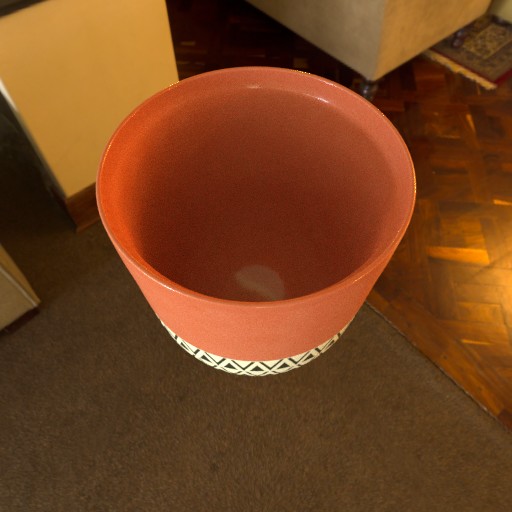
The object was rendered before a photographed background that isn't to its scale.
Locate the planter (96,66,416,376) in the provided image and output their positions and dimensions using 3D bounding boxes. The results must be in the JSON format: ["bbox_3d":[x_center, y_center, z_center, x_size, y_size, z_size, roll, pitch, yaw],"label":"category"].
[{"bbox_3d":[0.000,0.000,0.364,0.195,0.214,0.195,0,58,0],"label":"planter"}]
